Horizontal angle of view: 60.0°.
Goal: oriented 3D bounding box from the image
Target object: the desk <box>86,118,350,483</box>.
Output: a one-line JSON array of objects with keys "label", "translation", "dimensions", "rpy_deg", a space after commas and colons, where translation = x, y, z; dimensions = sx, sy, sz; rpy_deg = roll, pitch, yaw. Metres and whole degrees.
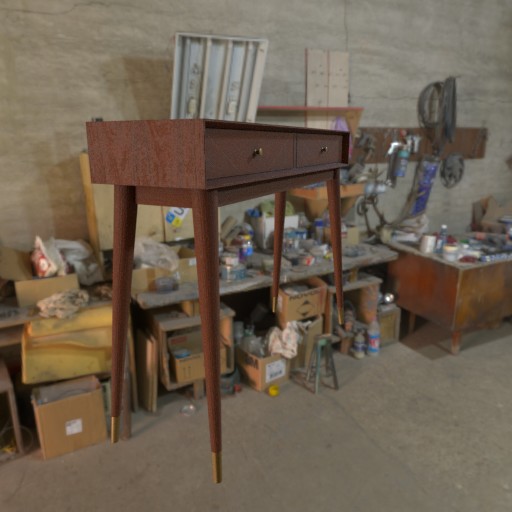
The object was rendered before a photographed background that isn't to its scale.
[{"label": "desk", "translation": [0.000, 0.000, 1.651], "dimensions": [0.384, 0.917, 1.204], "rpy_deg": [7, 16, 26]}]
